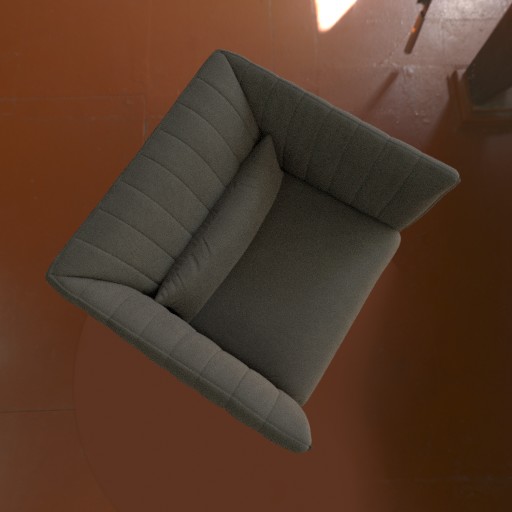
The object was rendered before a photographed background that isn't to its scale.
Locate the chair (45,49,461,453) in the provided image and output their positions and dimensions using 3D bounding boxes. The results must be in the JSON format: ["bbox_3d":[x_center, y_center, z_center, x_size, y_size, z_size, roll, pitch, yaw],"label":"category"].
[{"bbox_3d":[0.000,0.000,1.620,0.873,0.779,0.981,31,78,7],"label":"chair"}]
